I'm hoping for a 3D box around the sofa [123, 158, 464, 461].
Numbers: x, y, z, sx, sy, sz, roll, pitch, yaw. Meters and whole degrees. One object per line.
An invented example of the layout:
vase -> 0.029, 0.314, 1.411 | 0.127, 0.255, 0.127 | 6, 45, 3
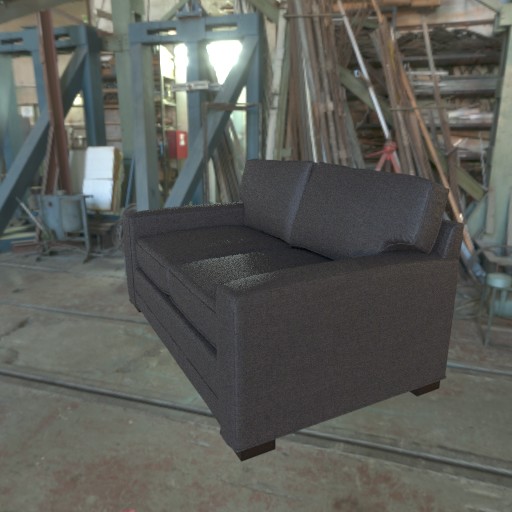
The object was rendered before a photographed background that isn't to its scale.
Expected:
sofa -> 0.000, 0.000, 2.152 | 0.974, 0.887, 1.534 | -8, 17, -26
